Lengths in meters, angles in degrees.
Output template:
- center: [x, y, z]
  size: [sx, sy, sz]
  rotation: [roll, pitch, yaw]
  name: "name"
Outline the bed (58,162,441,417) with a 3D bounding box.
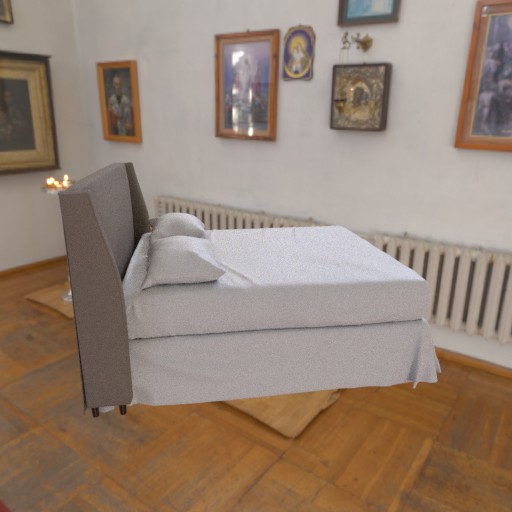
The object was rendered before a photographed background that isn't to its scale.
- center: [0.000, 0.000, 3.404]
  size: [2.276, 1.332, 1.925]
  rotation: [-2, 17, -8]
  name: "bed"
